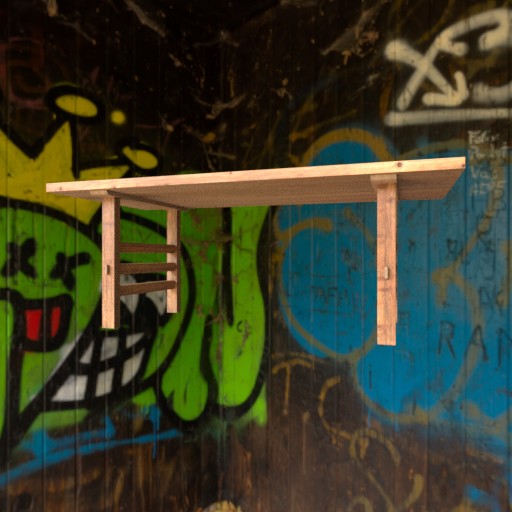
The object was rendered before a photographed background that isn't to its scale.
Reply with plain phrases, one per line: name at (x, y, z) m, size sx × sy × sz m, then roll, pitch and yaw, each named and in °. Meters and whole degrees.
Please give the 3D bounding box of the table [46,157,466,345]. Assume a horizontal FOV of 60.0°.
table at (0.000, 0.000, 2.461) m, size 2.003 × 0.760 × 0.952 m, roll 0°, pitch 0°, yaw 18°
